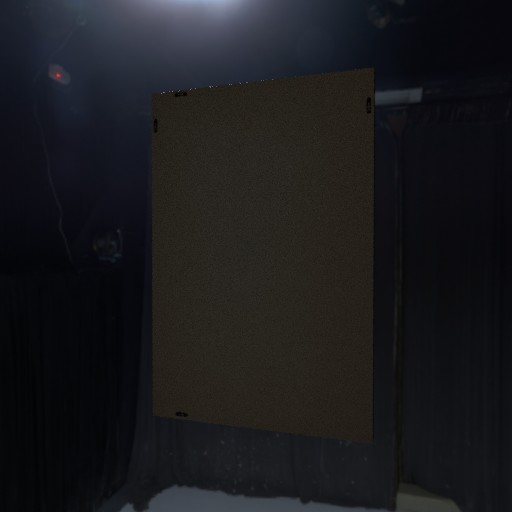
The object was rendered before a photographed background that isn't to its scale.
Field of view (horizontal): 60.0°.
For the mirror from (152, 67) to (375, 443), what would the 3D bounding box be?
[{"bbox_3d":[0.000,0.000,1.183,0.609,0.915,0.040,0,1,17],"label":"mirror"}]
